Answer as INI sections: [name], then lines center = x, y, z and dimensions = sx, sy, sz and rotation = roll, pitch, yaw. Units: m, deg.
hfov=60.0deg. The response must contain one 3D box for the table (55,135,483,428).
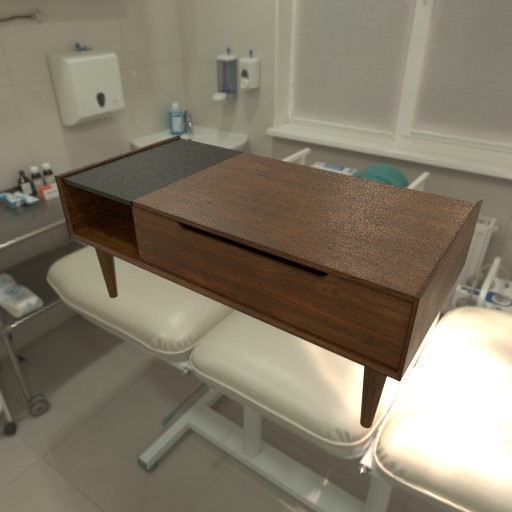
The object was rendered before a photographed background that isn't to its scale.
[table]
center = 0.000, 0.000, 1.531
dimensions = 1.221, 0.508, 0.610
rotation = 20, 36, 29
